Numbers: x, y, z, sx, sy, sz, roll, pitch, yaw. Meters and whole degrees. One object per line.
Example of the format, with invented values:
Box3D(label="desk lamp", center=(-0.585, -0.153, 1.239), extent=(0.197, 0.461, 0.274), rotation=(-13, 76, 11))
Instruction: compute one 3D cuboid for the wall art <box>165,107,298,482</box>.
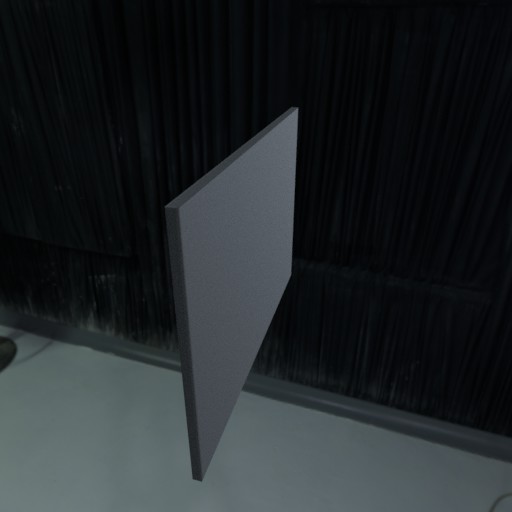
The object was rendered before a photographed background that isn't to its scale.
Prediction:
Box3D(label="wall art", center=(0.000, 0.000, 1.258), extent=(0.049, 0.659, 0.964), rotation=(8, 29, 15))
